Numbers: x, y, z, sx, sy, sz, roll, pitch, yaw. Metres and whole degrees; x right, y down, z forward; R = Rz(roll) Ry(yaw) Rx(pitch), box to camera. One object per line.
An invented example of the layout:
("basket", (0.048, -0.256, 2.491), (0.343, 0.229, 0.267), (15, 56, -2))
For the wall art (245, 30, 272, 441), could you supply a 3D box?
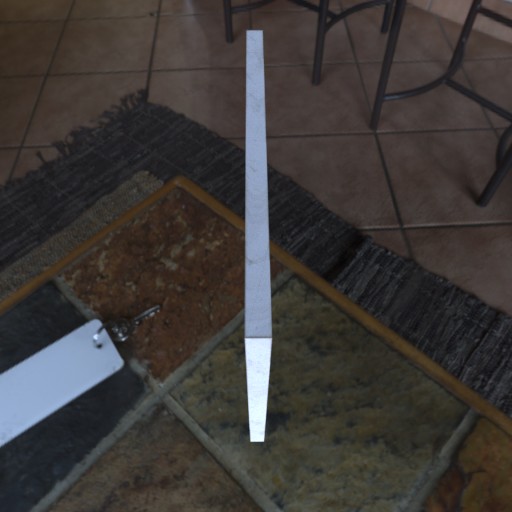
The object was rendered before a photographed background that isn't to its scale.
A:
("wall art", (0.000, 0.000, 1.142), (0.038, 0.757, 0.760), (0, 57, 0))
